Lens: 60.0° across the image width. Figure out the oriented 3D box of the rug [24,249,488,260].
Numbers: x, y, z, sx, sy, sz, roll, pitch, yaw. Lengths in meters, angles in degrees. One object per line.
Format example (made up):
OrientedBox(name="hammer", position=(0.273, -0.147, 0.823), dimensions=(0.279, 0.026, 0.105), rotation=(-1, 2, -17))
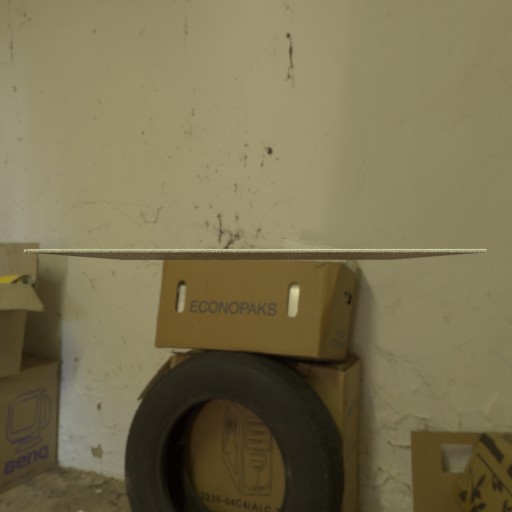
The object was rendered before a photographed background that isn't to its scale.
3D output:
OrientedBox(name="rug", position=(0.000, 0.000, 2.268), dimensions=(1.747, 0.011, 1.217), rotation=(0, -2, 0))
